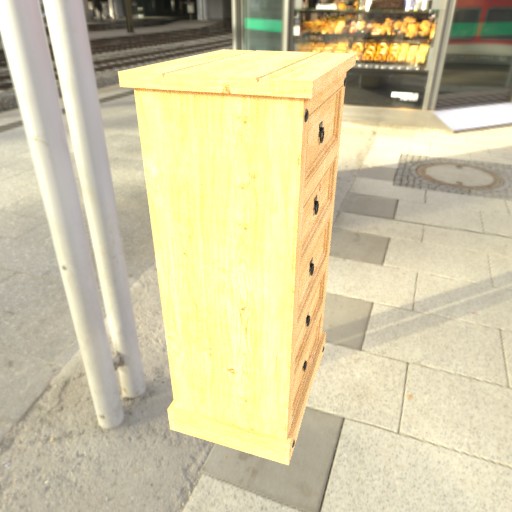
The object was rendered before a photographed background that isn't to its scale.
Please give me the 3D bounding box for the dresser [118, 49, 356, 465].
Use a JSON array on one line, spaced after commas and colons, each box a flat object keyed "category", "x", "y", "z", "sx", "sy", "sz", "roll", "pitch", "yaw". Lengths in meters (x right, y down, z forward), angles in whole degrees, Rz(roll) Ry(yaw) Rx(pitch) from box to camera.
[{"category": "dresser", "x": 0.000, "y": 0.000, "z": 1.288, "sx": 0.390, "sy": 1.041, "sz": 0.531, "roll": 10, "pitch": 31, "yaw": 17}]
